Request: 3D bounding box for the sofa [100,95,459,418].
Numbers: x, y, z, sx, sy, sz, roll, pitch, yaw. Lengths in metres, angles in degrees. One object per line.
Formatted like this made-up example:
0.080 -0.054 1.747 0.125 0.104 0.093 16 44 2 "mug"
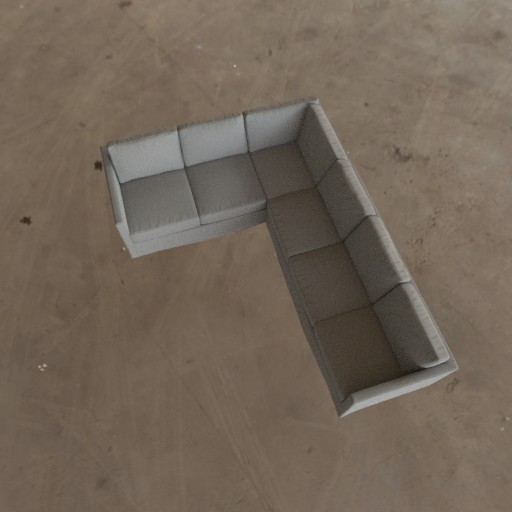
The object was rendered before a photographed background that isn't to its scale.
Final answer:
0.000 0.000 4.292 2.432 0.871 3.182 -16 64 -8 "sofa"
